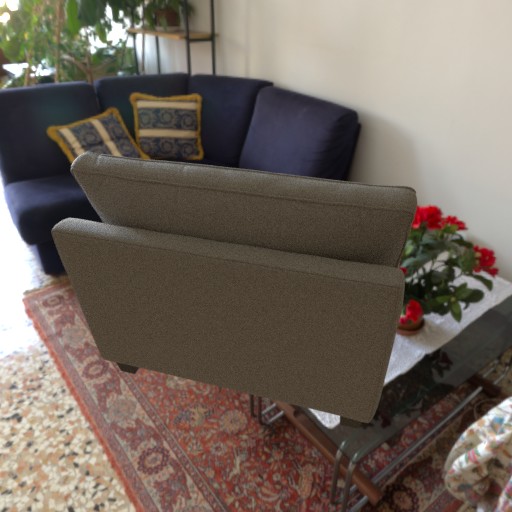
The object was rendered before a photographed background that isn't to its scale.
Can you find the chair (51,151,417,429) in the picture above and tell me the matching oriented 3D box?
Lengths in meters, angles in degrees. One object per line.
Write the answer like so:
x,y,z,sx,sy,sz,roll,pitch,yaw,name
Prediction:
0.000,0.000,1.966,1.220,1.016,1.040,9,33,14,chair
